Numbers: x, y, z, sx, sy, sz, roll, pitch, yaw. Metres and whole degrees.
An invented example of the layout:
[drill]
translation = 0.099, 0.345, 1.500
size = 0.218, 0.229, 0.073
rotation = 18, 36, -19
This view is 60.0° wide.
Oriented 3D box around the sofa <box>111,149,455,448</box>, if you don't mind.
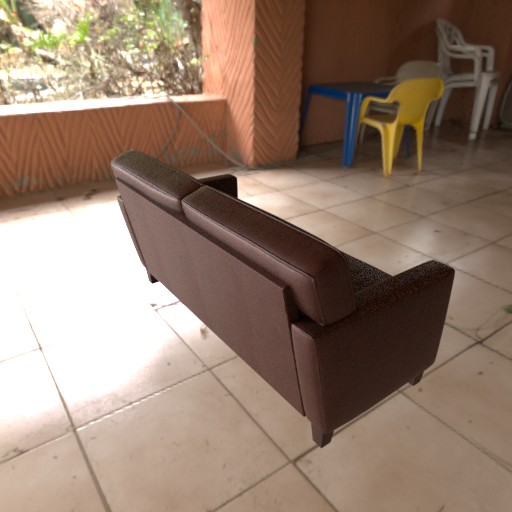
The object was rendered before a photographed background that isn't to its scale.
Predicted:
[sofa]
translation = 0.000, 0.000, 2.422
size = 0.912, 0.928, 1.876
rotation = -18, 32, -32
